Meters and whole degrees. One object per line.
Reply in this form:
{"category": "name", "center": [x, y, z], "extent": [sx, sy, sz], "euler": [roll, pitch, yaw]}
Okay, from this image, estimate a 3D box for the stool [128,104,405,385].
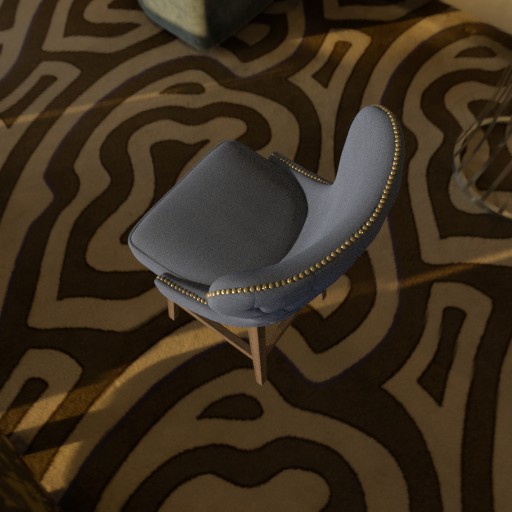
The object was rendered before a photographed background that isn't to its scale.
{"category": "stool", "center": [0.000, 0.000, 1.353], "extent": [0.597, 0.972, 0.615], "euler": [33, 68, 16]}
